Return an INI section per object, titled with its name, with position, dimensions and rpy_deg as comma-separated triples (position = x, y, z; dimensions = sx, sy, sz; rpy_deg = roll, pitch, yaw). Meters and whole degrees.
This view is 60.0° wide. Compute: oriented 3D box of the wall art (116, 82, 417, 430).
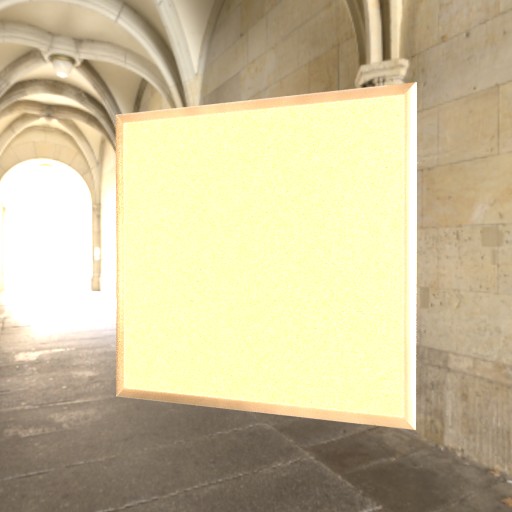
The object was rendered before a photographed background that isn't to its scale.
[wall art]
position = 0.000, 0.000, 0.450
dimensions = 0.305, 0.303, 0.038
rpy_deg = 0, 0, 17
